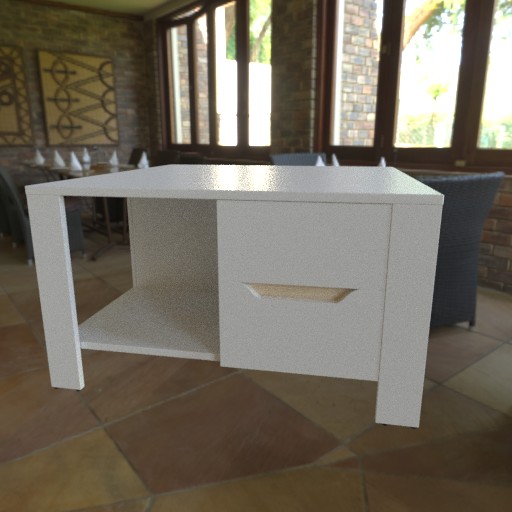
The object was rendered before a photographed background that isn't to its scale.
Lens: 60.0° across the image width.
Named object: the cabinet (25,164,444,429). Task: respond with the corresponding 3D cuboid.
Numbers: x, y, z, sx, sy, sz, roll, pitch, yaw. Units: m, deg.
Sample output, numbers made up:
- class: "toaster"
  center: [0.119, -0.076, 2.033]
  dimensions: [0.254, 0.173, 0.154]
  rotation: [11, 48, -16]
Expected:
- class: "cabinet"
  center: [0.000, 0.000, 1.261]
  dimensions: [0.800, 0.460, 0.800]
  rotation: [3, 15, 10]
